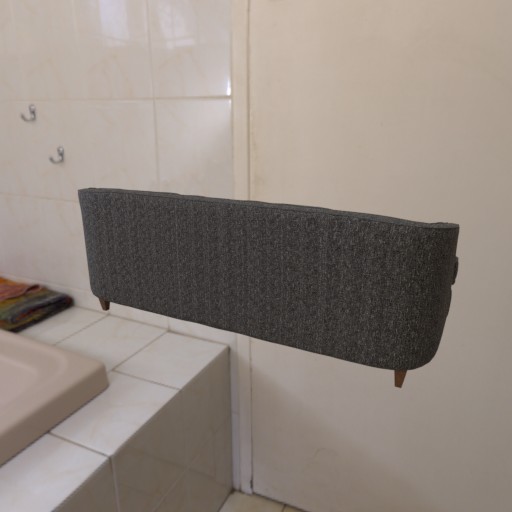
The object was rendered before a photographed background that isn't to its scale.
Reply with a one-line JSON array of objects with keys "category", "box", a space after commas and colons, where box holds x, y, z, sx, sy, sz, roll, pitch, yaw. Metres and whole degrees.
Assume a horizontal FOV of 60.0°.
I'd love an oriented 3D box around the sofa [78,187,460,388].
[{"category": "sofa", "box": [0.000, 0.000, 2.772, 2.278, 0.855, 0.941, 9, 20, 26]}]
